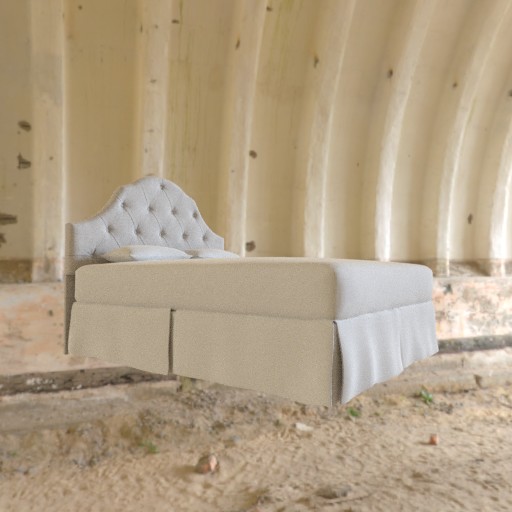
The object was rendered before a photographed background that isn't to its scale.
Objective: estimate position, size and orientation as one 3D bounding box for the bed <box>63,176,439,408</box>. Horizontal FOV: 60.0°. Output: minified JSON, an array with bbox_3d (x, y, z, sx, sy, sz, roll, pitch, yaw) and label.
[{"bbox_3d":[0.000,0.000,3.711,2.477,1.617,2.039,-1,-2,36],"label":"bed"}]
